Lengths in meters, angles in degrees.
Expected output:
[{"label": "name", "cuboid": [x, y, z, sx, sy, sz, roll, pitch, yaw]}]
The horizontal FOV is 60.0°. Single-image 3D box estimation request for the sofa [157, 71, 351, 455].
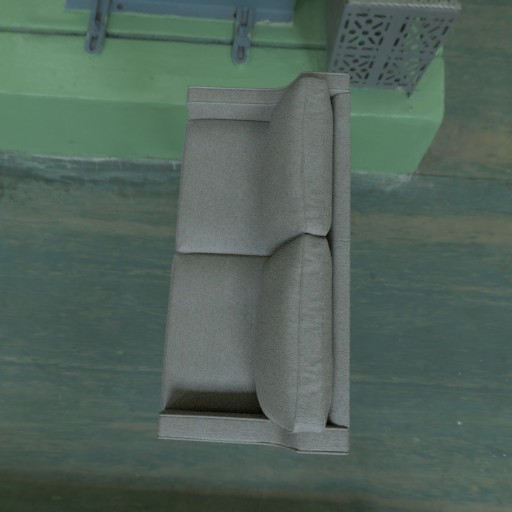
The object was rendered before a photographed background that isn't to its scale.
[{"label": "sofa", "cuboid": [0.000, 0.000, 2.822, 1.073, 1.074, 2.181, 2, 77, 1]}]
